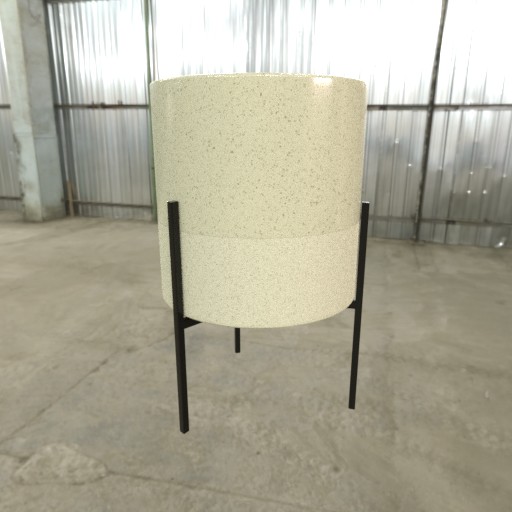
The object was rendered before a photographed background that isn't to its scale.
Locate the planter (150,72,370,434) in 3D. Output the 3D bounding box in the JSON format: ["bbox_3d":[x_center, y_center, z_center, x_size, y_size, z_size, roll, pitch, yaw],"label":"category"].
[{"bbox_3d":[0.000,0.000,0.538,0.234,0.390,0.243,15,22,42],"label":"planter"}]
